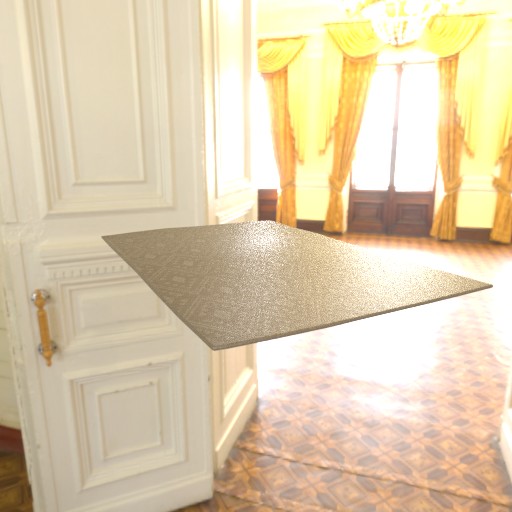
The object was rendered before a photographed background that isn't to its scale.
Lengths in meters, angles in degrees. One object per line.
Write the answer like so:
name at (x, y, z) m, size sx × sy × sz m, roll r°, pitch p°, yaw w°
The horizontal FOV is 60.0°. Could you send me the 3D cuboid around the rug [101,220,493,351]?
rug at (0.000, 0.000, 2.316) m, size 1.252 × 0.034 × 1.829 m, roll -8°, pitch 16°, yaw -27°
